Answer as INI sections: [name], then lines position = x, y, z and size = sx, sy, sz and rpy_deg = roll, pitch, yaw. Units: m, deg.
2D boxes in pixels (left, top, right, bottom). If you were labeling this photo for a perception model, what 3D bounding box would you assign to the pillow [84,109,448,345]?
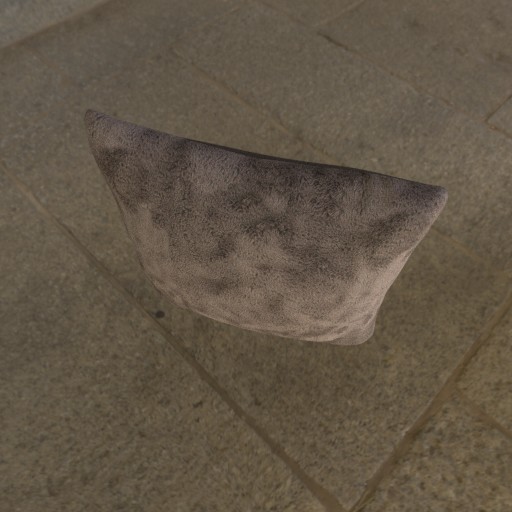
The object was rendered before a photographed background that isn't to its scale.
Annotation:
[pillow]
position = 0.000, 0.000, 0.799
size = 0.522, 0.520, 0.204
rpy_deg = 13, 59, 8
